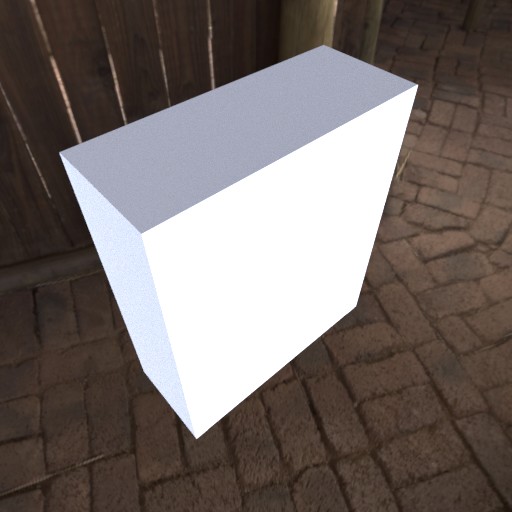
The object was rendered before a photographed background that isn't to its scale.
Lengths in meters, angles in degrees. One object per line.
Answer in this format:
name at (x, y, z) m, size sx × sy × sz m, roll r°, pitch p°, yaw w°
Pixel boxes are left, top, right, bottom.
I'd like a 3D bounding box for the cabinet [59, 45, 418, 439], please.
cabinet at (0.000, 0.000, 1.703) m, size 1.000 × 1.190 × 0.400 m, roll -33°, pitch 56°, yaw -27°
